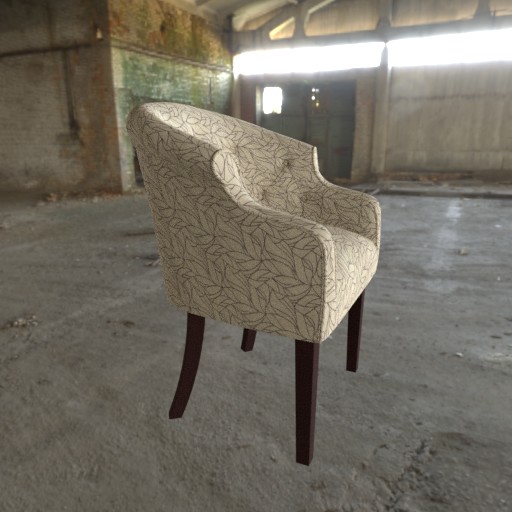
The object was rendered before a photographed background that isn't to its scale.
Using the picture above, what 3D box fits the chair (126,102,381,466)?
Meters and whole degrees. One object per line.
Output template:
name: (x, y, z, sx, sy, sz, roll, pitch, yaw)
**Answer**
chair: (0.000, 0.000, 1.286, 0.613, 0.858, 0.686, 7, 16, 24)
